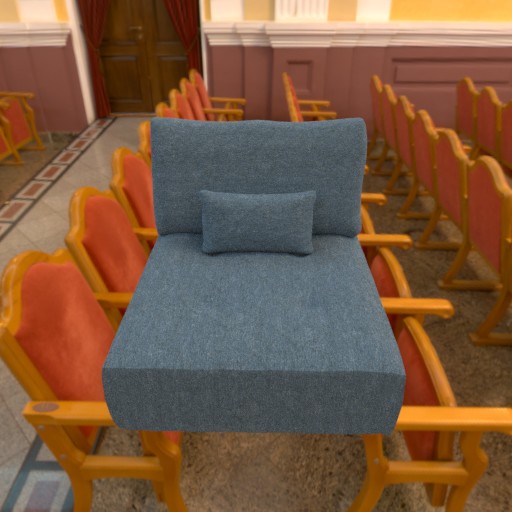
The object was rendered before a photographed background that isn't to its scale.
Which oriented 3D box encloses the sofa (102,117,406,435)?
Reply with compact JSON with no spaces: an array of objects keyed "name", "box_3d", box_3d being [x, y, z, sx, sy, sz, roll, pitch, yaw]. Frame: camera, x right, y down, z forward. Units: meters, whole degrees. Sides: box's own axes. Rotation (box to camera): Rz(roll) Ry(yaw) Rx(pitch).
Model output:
[{"name":"sofa","box_3d":[0.000,0.000,1.687,0.930,0.820,1.000,1,31,1]}]
